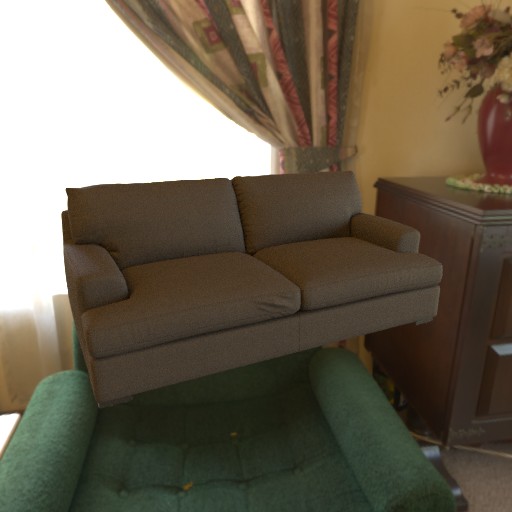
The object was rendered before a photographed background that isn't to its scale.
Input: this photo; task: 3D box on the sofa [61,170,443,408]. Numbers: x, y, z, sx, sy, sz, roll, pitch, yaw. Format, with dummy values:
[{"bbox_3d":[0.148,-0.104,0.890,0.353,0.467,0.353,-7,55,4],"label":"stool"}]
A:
[{"bbox_3d":[0.000,0.000,2.872,2.271,0.950,1.140,-8,19,-25],"label":"sofa"}]
